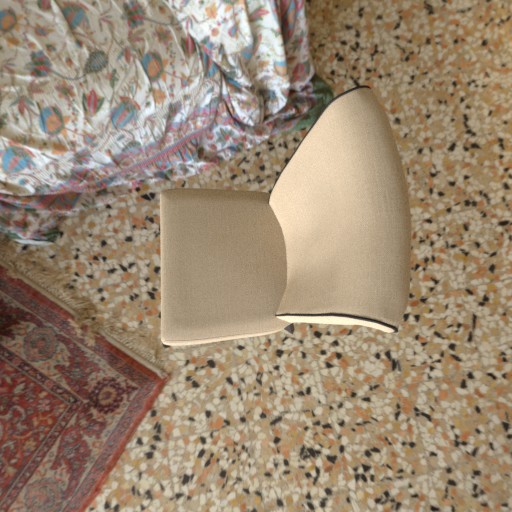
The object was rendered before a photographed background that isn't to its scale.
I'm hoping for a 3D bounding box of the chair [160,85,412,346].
[{"bbox_3d":[0.000,0.000,1.352,0.623,0.997,0.522,-3,78,-1],"label":"chair"}]
